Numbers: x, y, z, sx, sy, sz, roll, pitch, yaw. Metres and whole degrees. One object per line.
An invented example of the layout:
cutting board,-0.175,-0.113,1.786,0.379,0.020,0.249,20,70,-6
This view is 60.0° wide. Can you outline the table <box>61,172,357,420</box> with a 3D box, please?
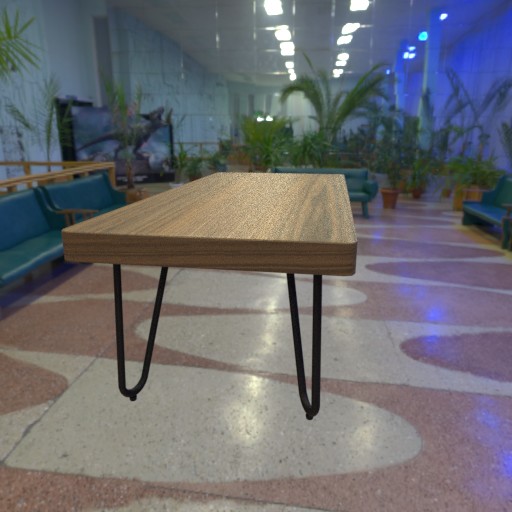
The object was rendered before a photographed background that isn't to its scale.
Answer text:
table,0.000,0.000,1.617,0.637,0.468,1.375,3,16,9
